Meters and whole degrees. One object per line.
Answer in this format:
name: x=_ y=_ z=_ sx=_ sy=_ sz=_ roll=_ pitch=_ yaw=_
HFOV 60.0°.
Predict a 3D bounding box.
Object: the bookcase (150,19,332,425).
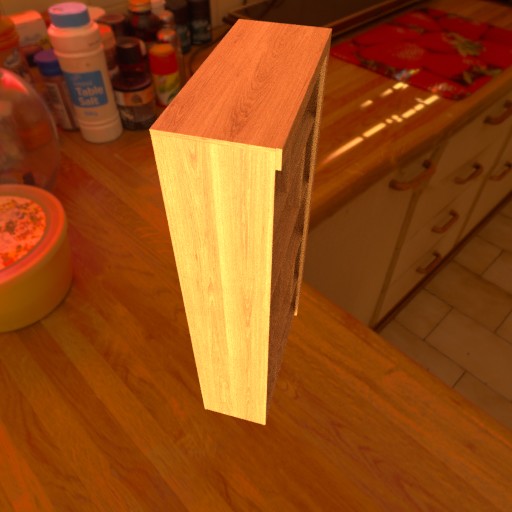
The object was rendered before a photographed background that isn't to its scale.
bookcase: x=0.000 y=0.000 z=2.380 sx=0.420 sy=2.020 sz=0.950 roll=11 pitch=48 yaw=10
